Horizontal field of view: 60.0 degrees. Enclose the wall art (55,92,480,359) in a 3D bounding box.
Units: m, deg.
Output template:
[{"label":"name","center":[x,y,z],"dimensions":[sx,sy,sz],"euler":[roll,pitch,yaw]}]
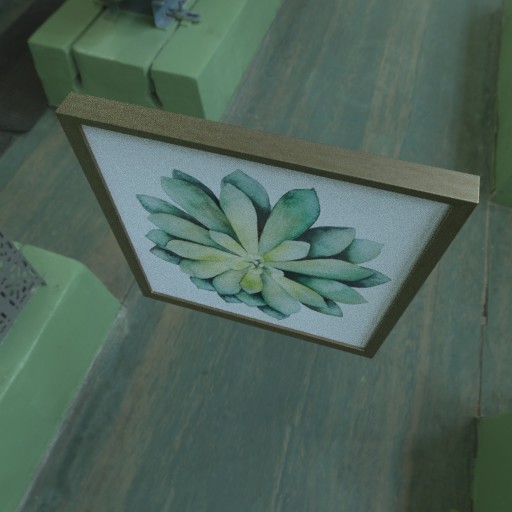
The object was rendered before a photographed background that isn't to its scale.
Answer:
[{"label":"wall art","center":[0.000,0.000,0.731],"dimensions":[0.503,0.506,0.040],"euler":[14,59,8]}]
